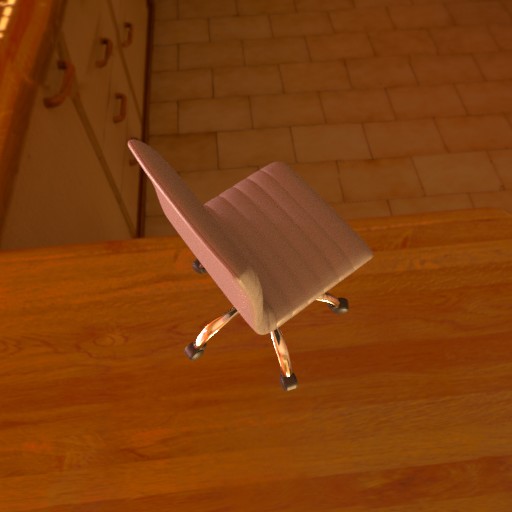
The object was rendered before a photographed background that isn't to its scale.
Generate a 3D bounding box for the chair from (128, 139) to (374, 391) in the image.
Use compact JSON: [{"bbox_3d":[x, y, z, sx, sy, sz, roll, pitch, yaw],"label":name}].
[{"bbox_3d":[0.000,0.000,1.187,0.542,0.750,0.569,-32,64,-17],"label":"chair"}]
